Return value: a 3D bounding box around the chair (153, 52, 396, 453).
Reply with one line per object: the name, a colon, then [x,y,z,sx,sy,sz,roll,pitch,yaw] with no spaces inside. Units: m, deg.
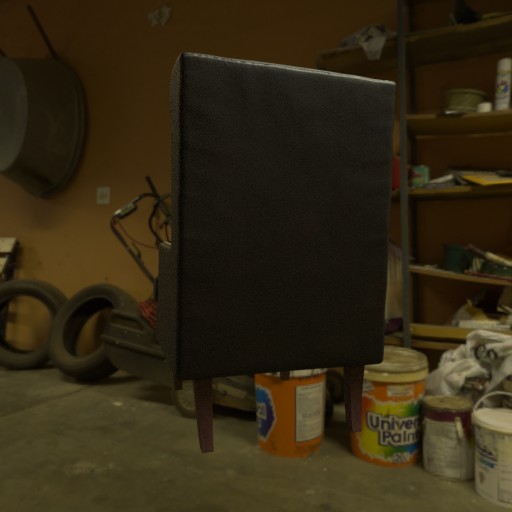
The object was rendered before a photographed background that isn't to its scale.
chair: [0.000,0.000,1.665,0.703,1.142,0.799,0,0,-18]
